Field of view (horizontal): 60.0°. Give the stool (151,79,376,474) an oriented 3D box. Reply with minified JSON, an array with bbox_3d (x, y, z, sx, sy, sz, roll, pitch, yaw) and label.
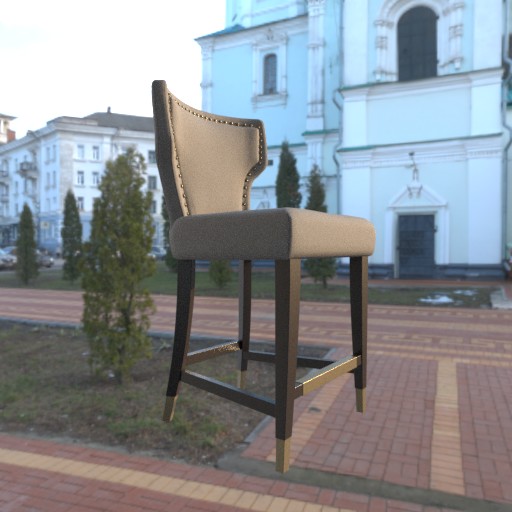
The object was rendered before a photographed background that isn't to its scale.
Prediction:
[{"bbox_3d":[0.000,0.000,1.342,0.563,0.982,0.527,1,1,36],"label":"stool"}]
